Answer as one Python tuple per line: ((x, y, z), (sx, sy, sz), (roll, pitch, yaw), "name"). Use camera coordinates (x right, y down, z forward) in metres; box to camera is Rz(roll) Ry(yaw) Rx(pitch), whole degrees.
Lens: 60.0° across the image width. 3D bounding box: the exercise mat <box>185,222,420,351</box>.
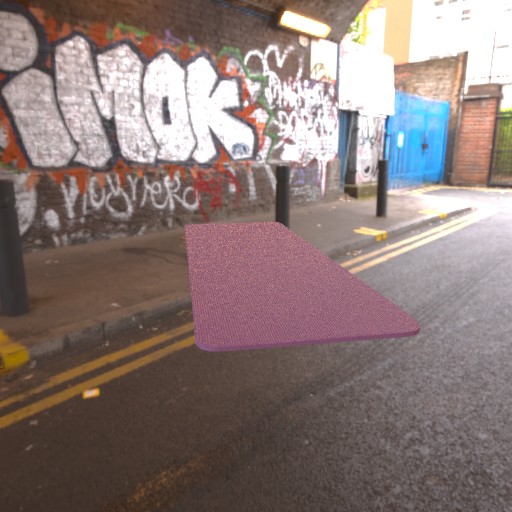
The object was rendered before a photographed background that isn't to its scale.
((0.000, 0.000, 2.019), (0.616, 0.021, 1.869), (-2, 14, -9), "exercise mat")
